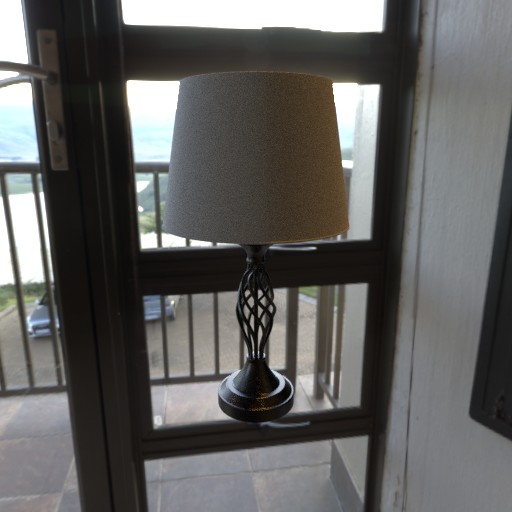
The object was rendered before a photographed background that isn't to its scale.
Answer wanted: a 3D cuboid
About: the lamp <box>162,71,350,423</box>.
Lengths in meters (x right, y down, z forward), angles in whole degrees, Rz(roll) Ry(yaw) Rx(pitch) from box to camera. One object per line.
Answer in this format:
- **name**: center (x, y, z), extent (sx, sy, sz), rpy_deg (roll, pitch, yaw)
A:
- **lamp**: center (0.000, 0.000, 0.812), extent (0.331, 0.594, 0.331), rpy_deg (0, 14, 0)
